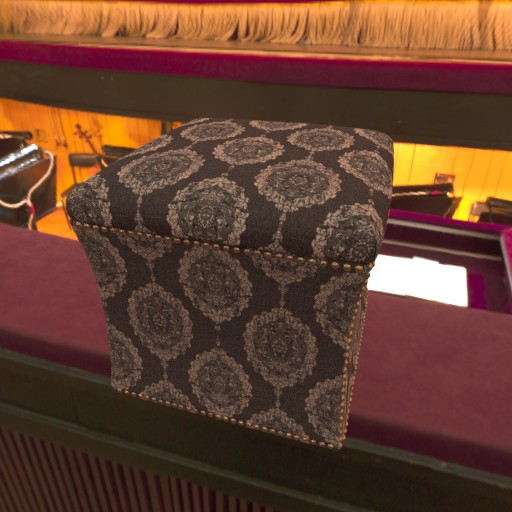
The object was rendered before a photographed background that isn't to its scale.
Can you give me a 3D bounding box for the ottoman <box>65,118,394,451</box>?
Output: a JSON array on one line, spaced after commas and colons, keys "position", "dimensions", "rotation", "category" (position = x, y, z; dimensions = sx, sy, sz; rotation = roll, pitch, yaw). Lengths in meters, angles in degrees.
[{"position": [0.000, 0.000, 0.922], "dimensions": [0.497, 0.475, 0.507], "rotation": [9, 31, 15], "category": "ottoman"}]
